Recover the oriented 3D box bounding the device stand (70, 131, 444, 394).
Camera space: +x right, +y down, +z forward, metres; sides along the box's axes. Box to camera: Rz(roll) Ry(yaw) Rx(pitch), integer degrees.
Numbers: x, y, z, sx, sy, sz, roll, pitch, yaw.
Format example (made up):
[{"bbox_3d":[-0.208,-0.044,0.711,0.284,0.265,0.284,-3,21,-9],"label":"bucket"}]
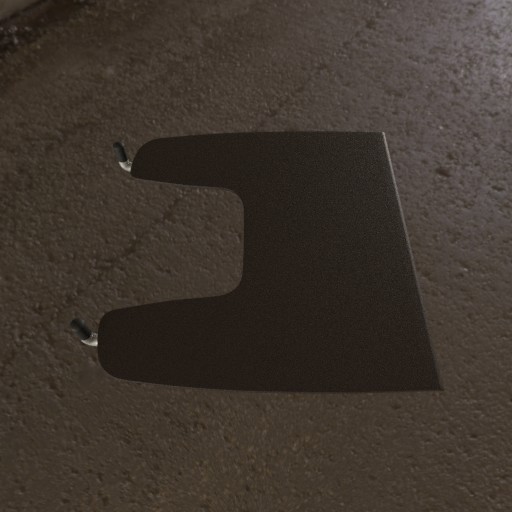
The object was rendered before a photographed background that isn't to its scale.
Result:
[{"bbox_3d":[0.000,0.000,0.352,0.230,0.092,0.230,0,57,0],"label":"device stand"}]
